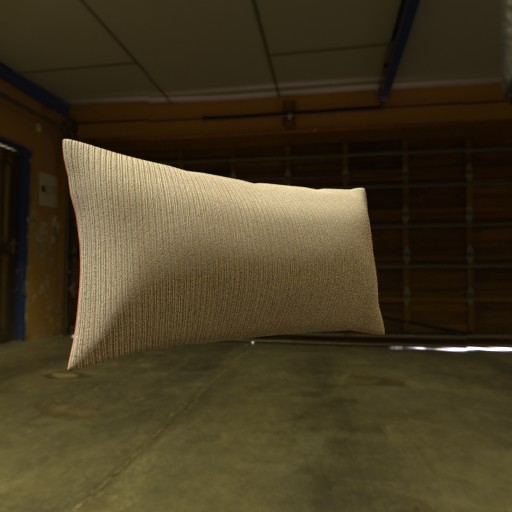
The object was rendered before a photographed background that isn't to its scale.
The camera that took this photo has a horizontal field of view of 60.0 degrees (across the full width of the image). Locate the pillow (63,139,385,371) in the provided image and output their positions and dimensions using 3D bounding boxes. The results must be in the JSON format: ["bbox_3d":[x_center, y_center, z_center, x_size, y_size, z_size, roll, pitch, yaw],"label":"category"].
[{"bbox_3d":[0.000,0.000,0.751,0.608,0.307,0.155,2,-3,-35],"label":"pillow"}]
